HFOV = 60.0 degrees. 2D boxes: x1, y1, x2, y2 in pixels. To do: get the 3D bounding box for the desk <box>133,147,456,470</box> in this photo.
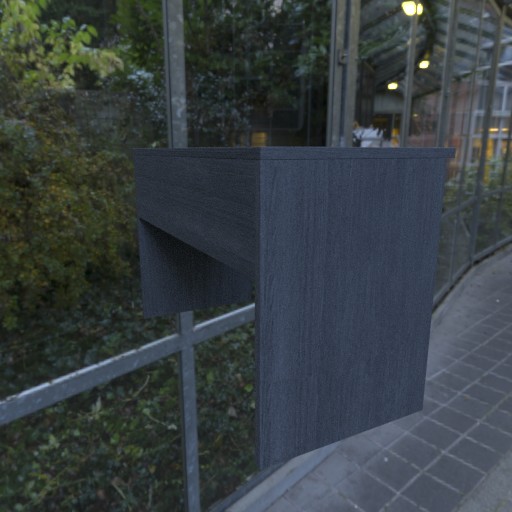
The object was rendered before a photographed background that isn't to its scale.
[{"bbox_3d":[0.000,0.000,1.543,0.557,0.729,1.099,-7,15,-27],"label":"desk"}]
